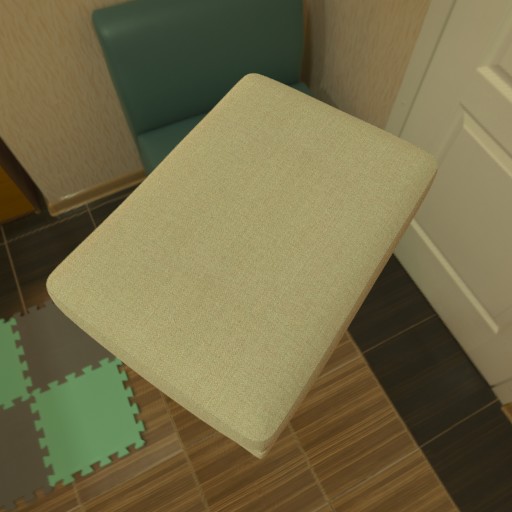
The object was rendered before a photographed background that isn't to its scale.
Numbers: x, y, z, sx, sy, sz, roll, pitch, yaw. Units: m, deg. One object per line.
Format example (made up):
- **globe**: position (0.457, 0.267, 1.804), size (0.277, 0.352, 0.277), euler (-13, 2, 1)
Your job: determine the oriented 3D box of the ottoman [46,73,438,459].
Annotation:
- **ottoman**: position (0.000, 0.000, 1.258), size (0.637, 0.478, 0.885), euler (31, 67, 15)
